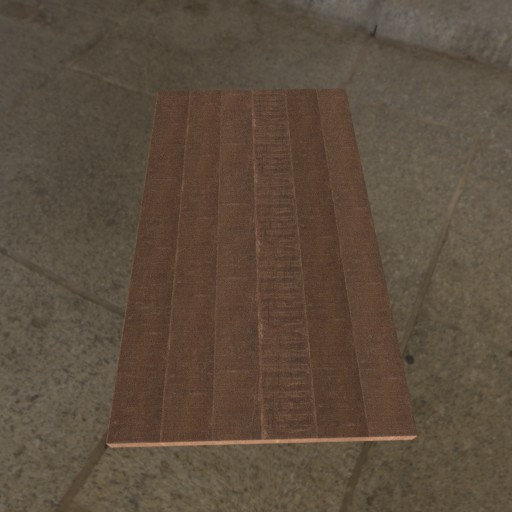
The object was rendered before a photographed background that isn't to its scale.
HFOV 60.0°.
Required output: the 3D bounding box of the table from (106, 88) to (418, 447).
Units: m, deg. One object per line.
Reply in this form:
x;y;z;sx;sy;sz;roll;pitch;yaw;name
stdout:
0.000;0.000;1.697;0.800;0.440;1.400;-1;57;-1;table
